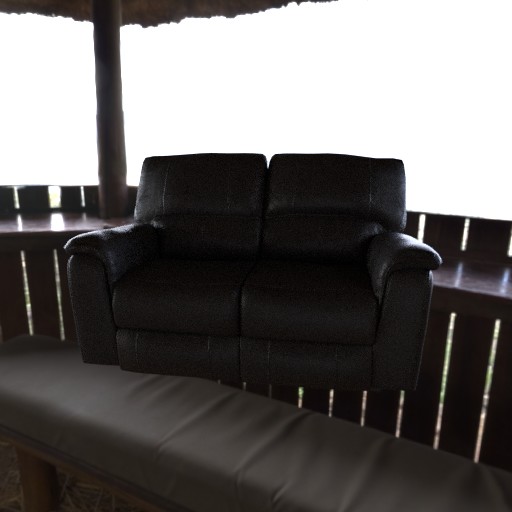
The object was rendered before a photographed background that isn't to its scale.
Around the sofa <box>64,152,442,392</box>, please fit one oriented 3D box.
[{"bbox_3d":[0.000,0.000,2.477,1.765,1.111,1.104,2,14,9],"label":"sofa"}]
